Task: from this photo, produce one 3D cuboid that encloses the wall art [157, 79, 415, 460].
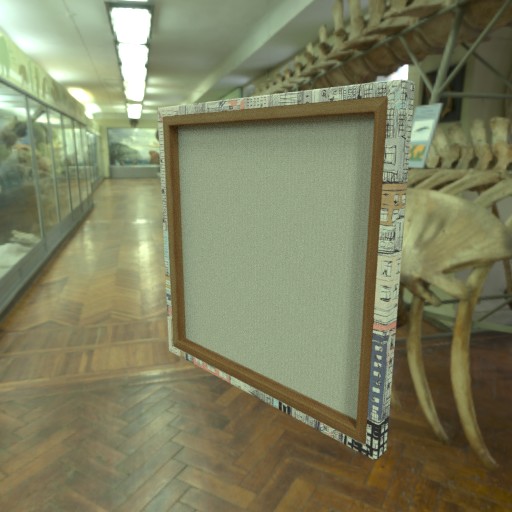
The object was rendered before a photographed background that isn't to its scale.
[{"bbox_3d":[0.000,0.000,1.127,0.761,0.762,0.048,13,18,43],"label":"wall art"}]
